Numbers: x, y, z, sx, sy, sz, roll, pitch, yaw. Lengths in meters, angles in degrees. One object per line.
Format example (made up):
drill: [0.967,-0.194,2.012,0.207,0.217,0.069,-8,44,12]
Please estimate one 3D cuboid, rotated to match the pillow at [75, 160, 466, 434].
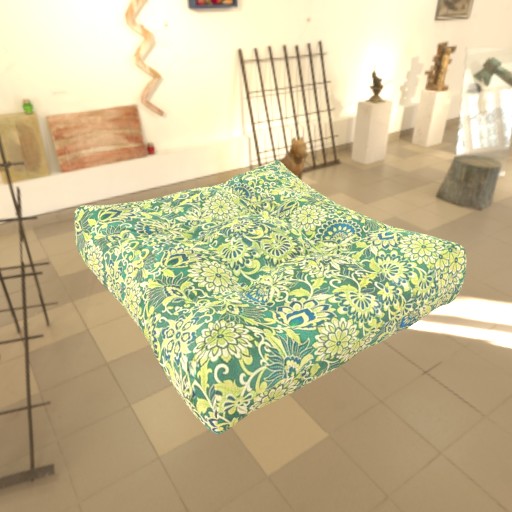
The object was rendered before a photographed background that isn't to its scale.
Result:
pillow: [0.000,0.000,0.734,0.468,0.128,0.490,-20,36,-29]
